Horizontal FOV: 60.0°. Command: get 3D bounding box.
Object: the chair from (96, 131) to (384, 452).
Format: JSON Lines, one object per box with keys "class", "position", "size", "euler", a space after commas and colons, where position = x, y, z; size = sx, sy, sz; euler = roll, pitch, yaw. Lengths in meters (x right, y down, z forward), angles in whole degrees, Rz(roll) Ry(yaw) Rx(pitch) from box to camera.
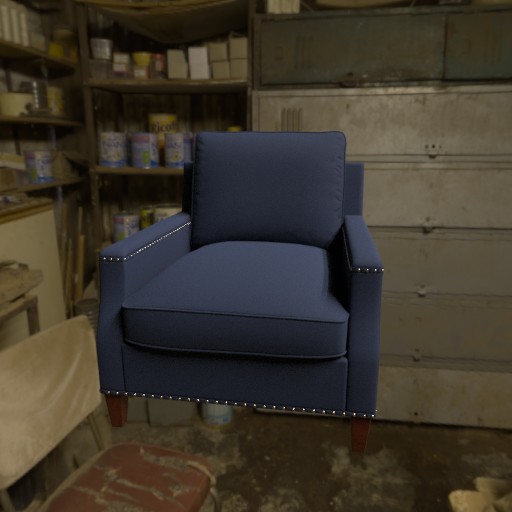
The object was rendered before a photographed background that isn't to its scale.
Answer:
{"class": "chair", "position": [0.000, 0.000, 1.697], "size": [0.853, 0.943, 1.014], "euler": [2, 14, 9]}
